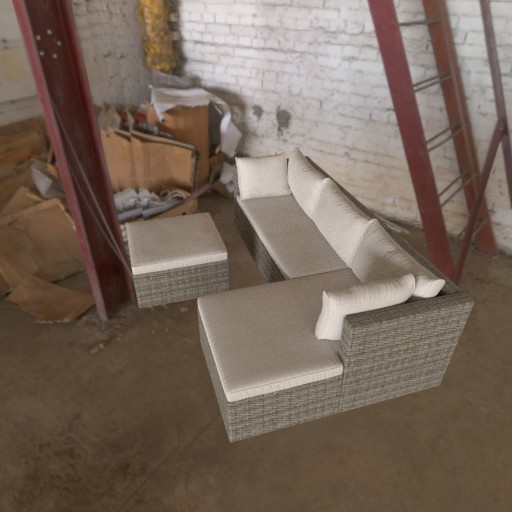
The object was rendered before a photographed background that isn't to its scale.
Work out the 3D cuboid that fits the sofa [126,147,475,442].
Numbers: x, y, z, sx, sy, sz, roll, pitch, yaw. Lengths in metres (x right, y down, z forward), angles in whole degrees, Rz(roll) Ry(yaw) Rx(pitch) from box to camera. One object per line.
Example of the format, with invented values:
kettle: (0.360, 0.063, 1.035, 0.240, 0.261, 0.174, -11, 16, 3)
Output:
sofa: (0.000, 0.000, 3.057, 1.662, 0.766, 2.192, -10, 34, -14)
